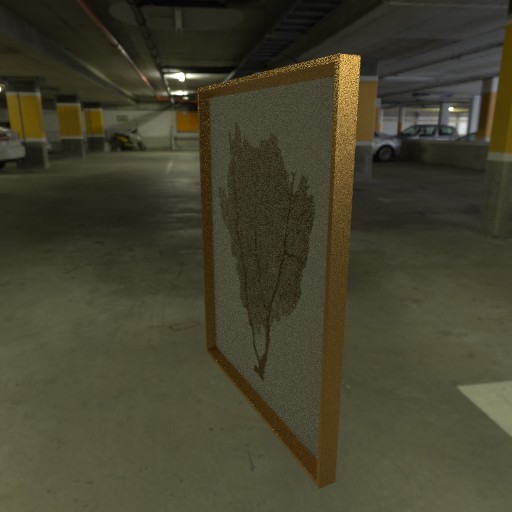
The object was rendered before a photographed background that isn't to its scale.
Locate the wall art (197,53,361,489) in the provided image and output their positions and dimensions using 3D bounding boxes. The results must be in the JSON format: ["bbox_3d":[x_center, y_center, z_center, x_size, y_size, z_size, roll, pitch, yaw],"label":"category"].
[{"bbox_3d":[0.000,0.000,1.009,0.038,0.762,0.610,-8,18,-26],"label":"wall art"}]
